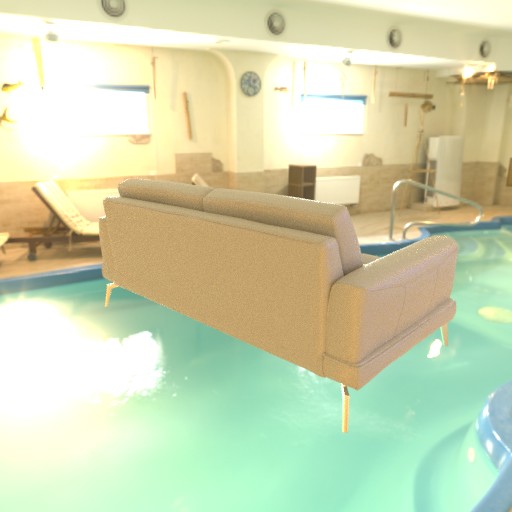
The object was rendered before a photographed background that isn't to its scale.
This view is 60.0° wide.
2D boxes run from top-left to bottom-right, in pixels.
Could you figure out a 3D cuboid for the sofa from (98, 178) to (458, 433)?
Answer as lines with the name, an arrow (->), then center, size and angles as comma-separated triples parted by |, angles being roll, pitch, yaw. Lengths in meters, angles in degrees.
sofa -> 0.000, 0.000, 2.817 | 2.177, 0.930, 1.121 | 15, 21, 42
